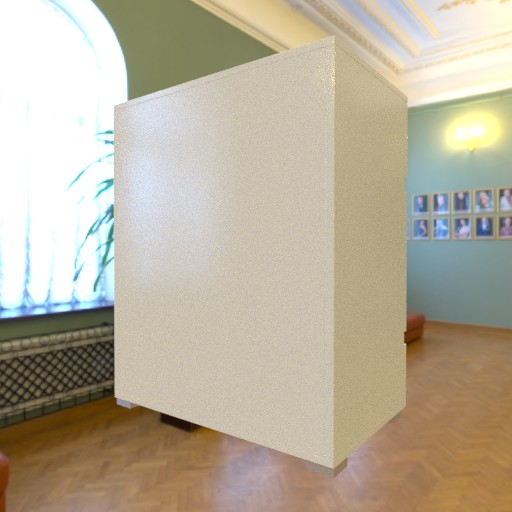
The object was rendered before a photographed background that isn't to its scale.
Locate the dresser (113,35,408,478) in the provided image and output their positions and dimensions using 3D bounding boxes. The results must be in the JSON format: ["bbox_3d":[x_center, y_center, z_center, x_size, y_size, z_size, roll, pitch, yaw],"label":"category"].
[{"bbox_3d":[0.000,0.000,1.151,0.650,0.800,0.400,1,1,37],"label":"dresser"}]
